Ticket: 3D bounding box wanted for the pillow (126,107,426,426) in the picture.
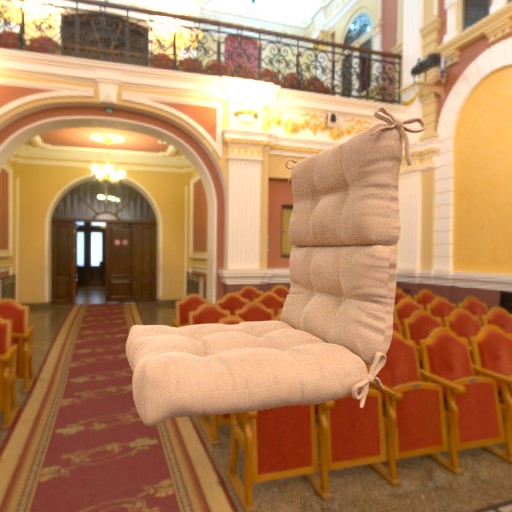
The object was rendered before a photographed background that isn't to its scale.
[{"bbox_3d":[0.000,0.000,1.032,0.571,0.605,0.519,0,1,-18],"label":"pillow"}]
